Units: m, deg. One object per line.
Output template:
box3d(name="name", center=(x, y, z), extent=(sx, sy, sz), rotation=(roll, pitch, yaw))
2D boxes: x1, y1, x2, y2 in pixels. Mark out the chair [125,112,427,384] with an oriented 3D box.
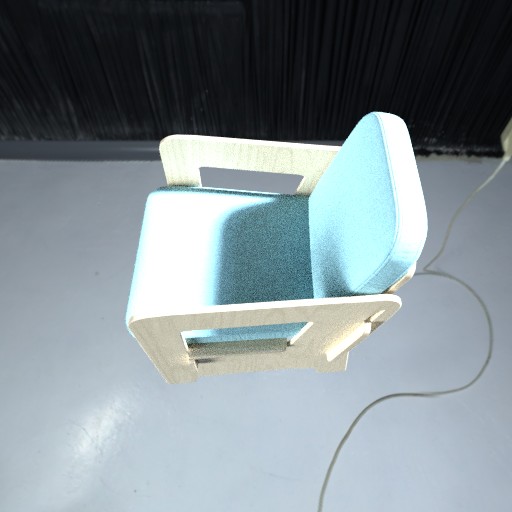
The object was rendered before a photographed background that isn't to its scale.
box3d(name="chair", center=(0.000, 0.000, 1.305), extent=(0.710, 0.800, 0.590), rotation=(1, 59, 0))
